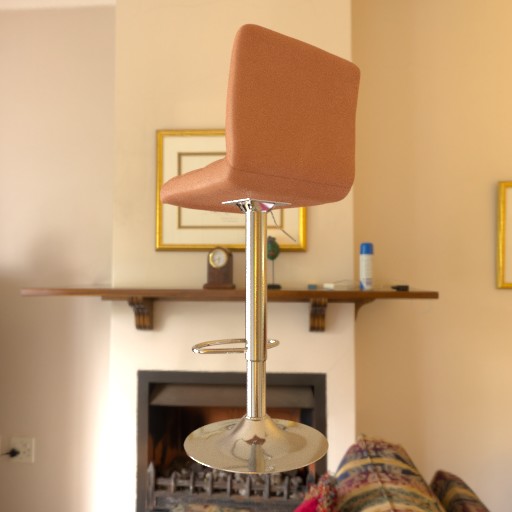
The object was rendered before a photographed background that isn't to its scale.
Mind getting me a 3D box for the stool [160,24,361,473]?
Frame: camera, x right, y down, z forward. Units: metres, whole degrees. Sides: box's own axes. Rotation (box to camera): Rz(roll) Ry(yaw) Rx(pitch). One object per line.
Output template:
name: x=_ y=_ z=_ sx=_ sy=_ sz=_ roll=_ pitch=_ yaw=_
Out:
stool: x=0.000 y=0.000 z=1.343 sx=0.430 sy=1.115 sz=0.505 roll=2 pitch=-3 yaw=-35
